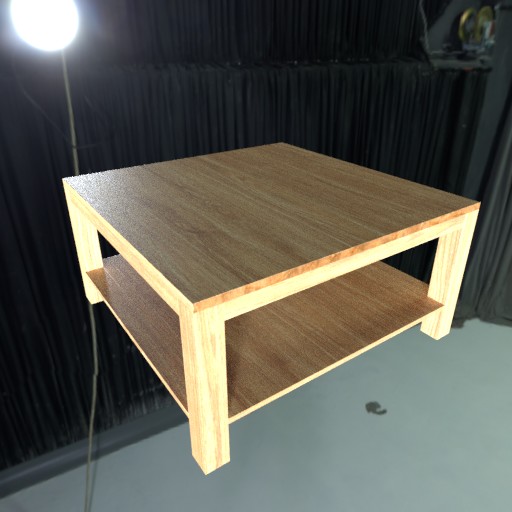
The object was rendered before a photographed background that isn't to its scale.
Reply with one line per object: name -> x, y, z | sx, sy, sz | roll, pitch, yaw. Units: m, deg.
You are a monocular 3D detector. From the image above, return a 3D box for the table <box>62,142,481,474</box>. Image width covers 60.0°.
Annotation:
table -> 0.000, 0.000, 1.437 | 0.900, 0.450, 0.900 | -18, 32, -31
